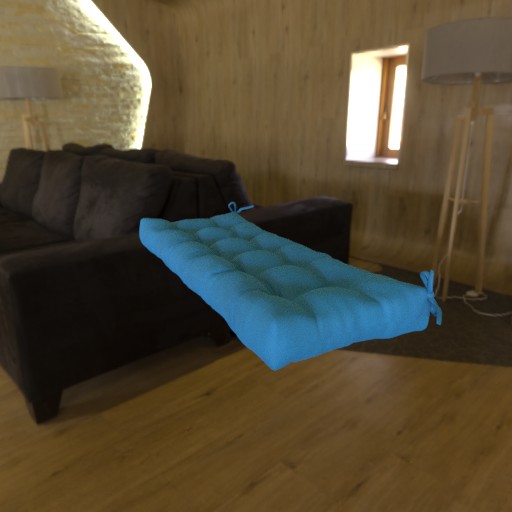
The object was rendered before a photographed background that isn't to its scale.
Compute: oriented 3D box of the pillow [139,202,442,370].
[{"bbox_3d":[0.000,0.000,1.431,0.511,0.174,1.194,-8,18,-26],"label":"pillow"}]
